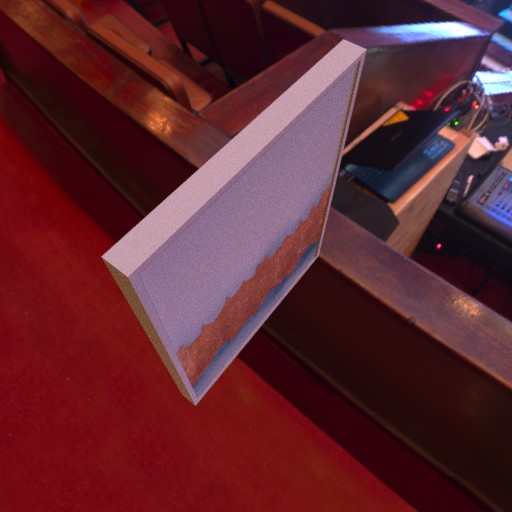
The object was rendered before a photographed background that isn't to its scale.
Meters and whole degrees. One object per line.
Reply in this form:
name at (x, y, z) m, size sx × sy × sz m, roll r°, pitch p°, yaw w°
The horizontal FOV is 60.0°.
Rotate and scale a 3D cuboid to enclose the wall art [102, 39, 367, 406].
wall art at (0.000, 0.000, 0.763) m, size 0.039 × 0.553 × 0.451 m, roll 34°, pitch 65°, yaw 18°
